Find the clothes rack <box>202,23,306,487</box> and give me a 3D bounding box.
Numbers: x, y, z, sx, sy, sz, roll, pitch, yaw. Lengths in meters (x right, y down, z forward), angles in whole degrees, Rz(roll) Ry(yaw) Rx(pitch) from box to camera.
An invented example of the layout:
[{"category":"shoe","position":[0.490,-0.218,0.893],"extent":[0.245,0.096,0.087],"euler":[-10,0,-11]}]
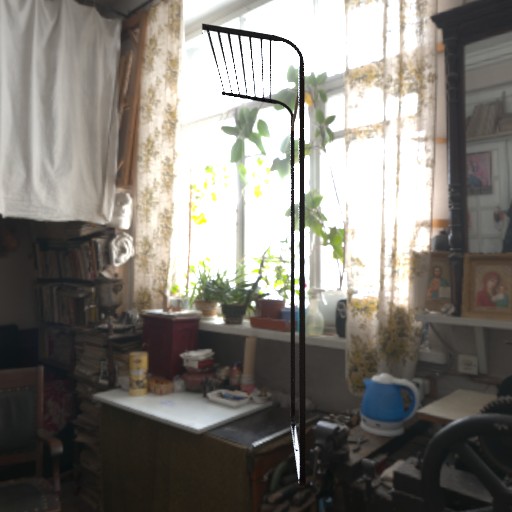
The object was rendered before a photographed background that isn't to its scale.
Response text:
[{"category":"clothes rack","position":[0.000,0.000,1.791],"extent":[0.349,1.574,0.609],"euler":[0,-1,2]}]
